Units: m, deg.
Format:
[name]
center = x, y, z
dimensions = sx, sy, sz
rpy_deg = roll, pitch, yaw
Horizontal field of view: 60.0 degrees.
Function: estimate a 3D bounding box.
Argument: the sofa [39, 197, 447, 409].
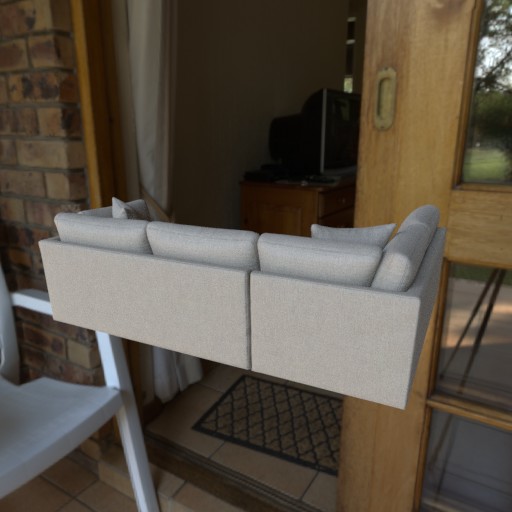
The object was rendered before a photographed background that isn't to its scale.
[sofa]
center = 0.000, 0.000, 3.828
dimensions = 2.896, 0.978, 1.994
rpy_deg = 8, 18, 25
